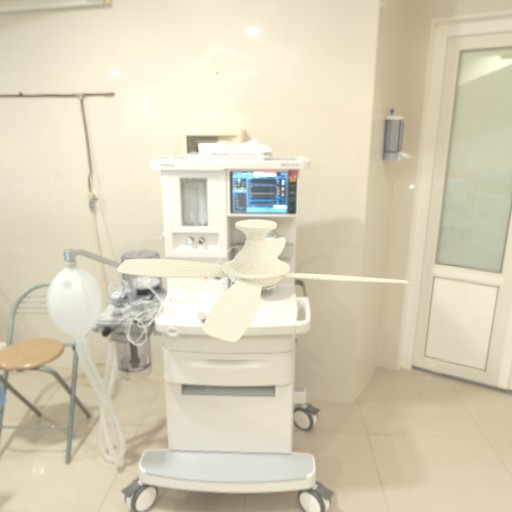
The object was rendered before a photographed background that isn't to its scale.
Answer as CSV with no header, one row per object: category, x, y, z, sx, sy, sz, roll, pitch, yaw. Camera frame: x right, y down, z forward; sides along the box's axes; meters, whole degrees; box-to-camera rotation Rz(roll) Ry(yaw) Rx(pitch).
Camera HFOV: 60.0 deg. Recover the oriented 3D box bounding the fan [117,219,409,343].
fan,0.000,0.000,2.547,1.693,0.382,1.694,3,16,10
